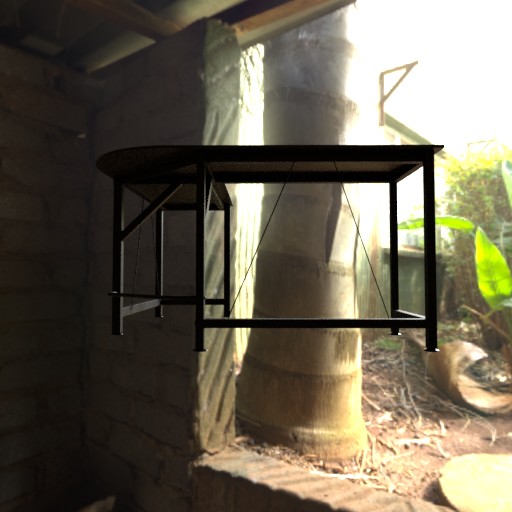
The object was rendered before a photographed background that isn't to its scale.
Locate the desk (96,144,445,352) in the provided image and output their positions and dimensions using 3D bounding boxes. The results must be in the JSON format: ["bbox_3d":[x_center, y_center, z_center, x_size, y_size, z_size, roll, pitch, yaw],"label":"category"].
[{"bbox_3d":[0.000,0.000,2.318,1.400,0.762,1.400,0,-2,0],"label":"desk"}]
